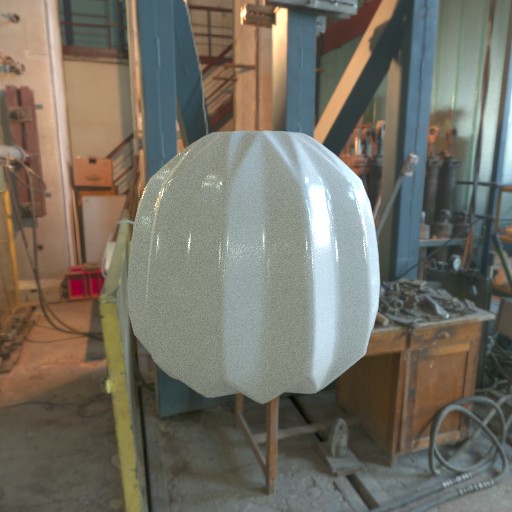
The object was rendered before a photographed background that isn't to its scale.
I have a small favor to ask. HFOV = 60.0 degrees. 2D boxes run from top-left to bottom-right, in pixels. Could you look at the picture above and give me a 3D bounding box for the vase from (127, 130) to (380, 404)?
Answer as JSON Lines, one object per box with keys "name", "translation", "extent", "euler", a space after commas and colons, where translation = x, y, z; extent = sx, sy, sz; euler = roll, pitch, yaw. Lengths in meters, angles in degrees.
{"name": "vase", "translation": [0.000, 0.000, 0.251], "extent": [0.139, 0.134, 0.139], "euler": [0, 12, 0]}
